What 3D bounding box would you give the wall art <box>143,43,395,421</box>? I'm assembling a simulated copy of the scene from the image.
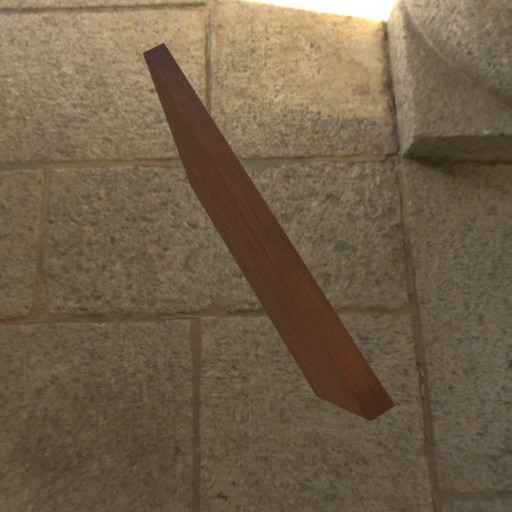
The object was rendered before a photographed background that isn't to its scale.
[{"bbox_3d":[0.000,0.000,0.777,0.033,0.457,0.558,-30,78,-7],"label":"wall art"}]
